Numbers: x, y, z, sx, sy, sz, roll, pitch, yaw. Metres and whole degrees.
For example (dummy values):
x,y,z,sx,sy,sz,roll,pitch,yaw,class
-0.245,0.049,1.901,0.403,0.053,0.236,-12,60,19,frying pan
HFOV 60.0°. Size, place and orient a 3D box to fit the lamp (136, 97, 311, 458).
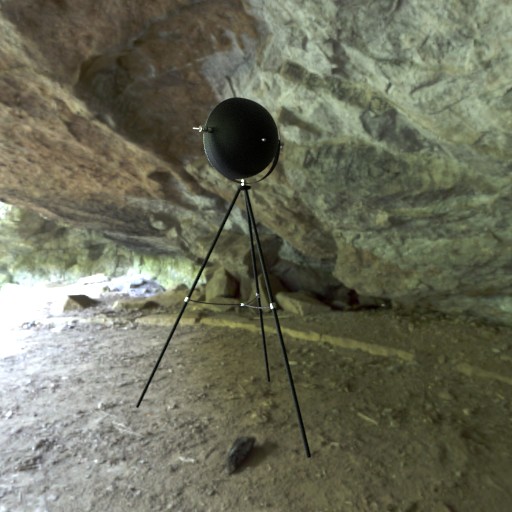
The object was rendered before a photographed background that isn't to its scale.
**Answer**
x,y,z,sx,sy,sz,roll,pitch,yaw,class
0.000,0.000,2.075,0.817,1.512,0.920,0,0,-36,lamp
